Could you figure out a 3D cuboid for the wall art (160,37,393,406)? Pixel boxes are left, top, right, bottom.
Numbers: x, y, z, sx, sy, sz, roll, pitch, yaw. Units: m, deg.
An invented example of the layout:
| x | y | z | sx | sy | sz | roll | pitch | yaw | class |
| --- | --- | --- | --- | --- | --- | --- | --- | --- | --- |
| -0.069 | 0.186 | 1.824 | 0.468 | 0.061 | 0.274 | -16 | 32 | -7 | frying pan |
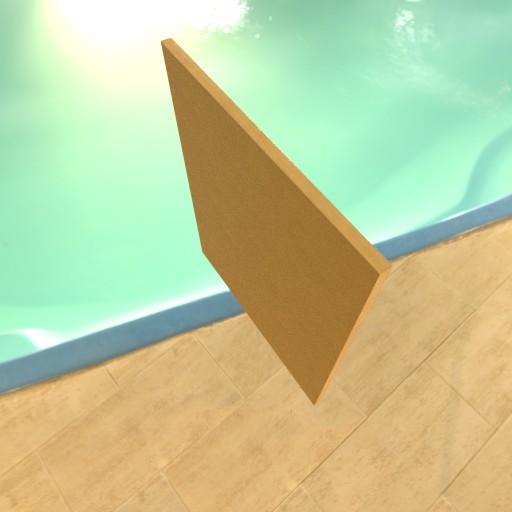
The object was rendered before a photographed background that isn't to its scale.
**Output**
| x | y | z | sx | sy | sz | roll | pitch | yaw | class |
| --- | --- | --- | --- | --- | --- | --- | --- | --- | --- |
| 0.000 | 0.000 | 1.364 | 0.030 | 1.002 | 0.798 | -30 | 64 | -17 | wall art |
